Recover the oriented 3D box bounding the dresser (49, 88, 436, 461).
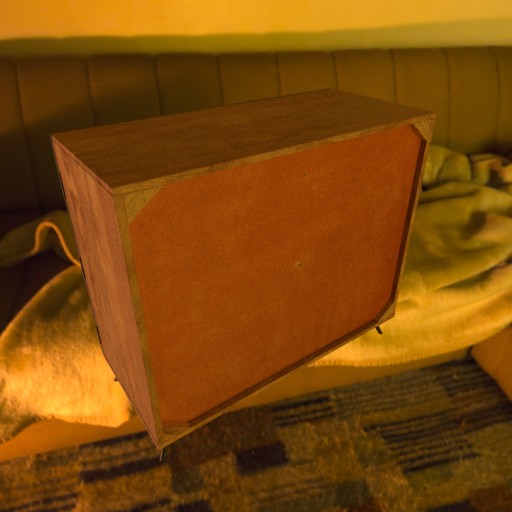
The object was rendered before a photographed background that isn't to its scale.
[{"bbox_3d":[0.000,0.000,1.410,0.967,0.847,0.446,-21,37,-30],"label":"dresser"}]
